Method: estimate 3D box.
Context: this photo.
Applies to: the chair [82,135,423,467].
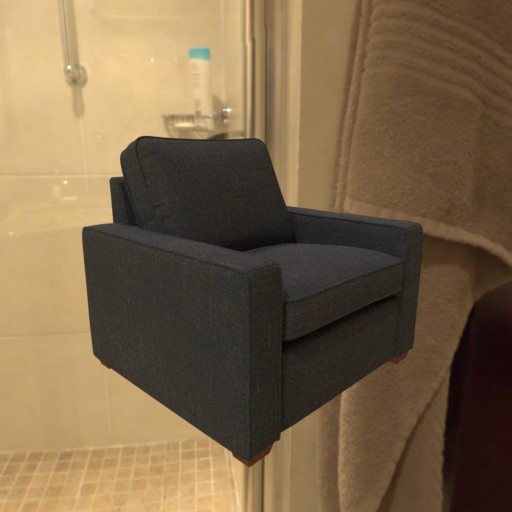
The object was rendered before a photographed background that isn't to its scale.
[{"bbox_3d":[0.000,0.000,1.754,0.940,0.919,1.017,13,19,43],"label":"chair"}]
